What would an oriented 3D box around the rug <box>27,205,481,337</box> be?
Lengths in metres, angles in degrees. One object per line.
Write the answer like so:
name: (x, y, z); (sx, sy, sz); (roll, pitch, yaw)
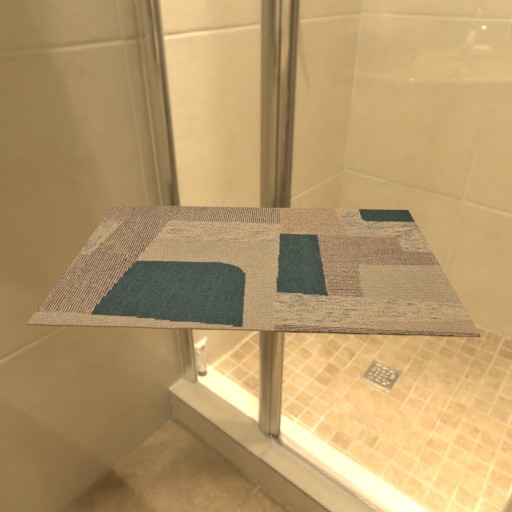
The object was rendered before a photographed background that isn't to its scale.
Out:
rug: (0.000, 0.000, 3.015); (2.436, 0.015, 1.521); (1, 32, 2)
